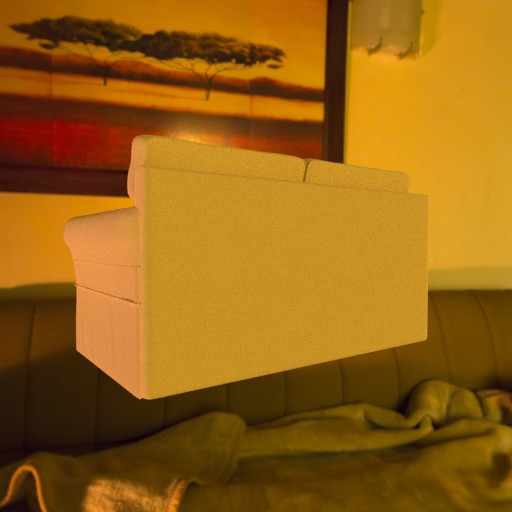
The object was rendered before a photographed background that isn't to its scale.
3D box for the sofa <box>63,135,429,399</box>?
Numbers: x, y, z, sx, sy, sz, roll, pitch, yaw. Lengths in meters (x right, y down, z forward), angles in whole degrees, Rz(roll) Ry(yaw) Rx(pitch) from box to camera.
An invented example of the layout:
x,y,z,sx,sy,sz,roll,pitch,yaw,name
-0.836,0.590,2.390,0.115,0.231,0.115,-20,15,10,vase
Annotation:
x,y,z,sx,sy,sz,roll,pitch,yaw,name
0.000,0.000,2.351,1.727,0.940,0.991,-1,2,-35,sofa
